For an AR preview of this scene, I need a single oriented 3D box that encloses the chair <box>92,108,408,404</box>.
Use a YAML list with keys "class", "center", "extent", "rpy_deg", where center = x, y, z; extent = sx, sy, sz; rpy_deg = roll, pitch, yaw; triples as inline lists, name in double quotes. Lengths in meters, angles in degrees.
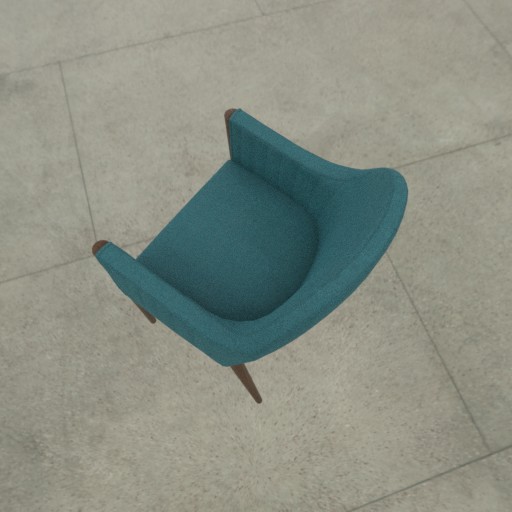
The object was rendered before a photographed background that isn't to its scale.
- class: "chair"
  center: [0.000, 0.000, 1.359]
  extent: [0.652, 0.907, 0.656]
  rpy_deg: [33, 69, 15]
